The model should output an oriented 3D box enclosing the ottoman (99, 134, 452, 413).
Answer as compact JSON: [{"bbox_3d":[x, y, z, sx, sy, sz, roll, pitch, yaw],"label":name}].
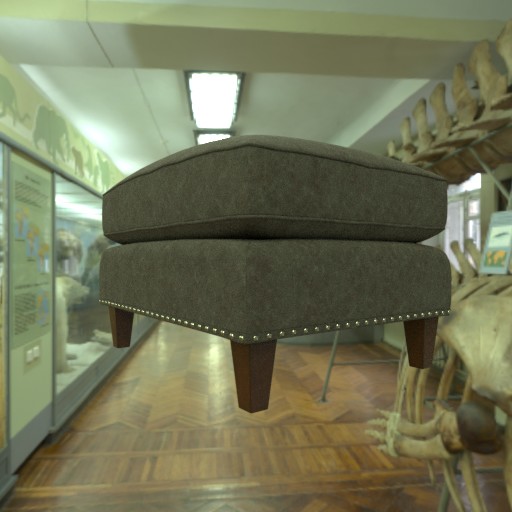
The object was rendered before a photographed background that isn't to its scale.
[{"bbox_3d":[0.000,0.000,1.139,0.584,0.513,0.741,0,0,-36],"label":"ottoman"}]
